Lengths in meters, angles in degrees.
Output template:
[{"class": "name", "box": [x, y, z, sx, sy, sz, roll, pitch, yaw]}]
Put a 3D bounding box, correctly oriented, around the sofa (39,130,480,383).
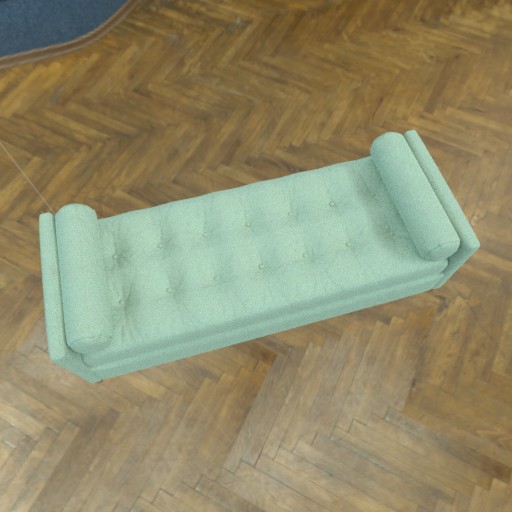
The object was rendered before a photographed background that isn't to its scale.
[{"class": "sofa", "box": [0.000, 0.000, 2.467, 2.102, 0.705, 0.796, -14, 65, -7]}]
